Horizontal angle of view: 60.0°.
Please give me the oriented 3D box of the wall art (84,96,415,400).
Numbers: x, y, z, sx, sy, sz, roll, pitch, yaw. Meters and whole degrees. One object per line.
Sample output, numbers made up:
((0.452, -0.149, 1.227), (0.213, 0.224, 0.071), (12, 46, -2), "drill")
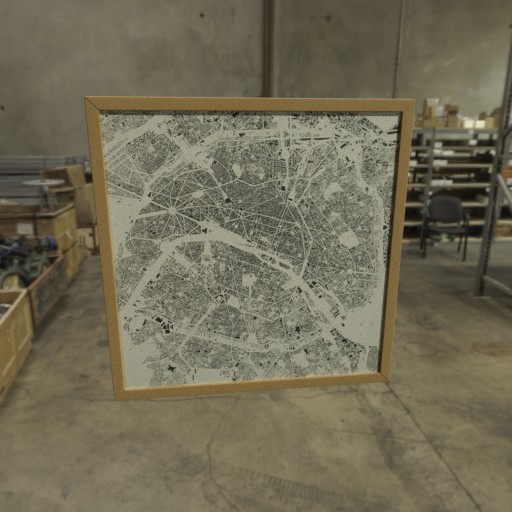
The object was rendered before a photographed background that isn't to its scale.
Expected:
((0.000, 0.000, 1.134), (0.761, 0.761, 0.037), (-2, 16, -7), "wall art")
